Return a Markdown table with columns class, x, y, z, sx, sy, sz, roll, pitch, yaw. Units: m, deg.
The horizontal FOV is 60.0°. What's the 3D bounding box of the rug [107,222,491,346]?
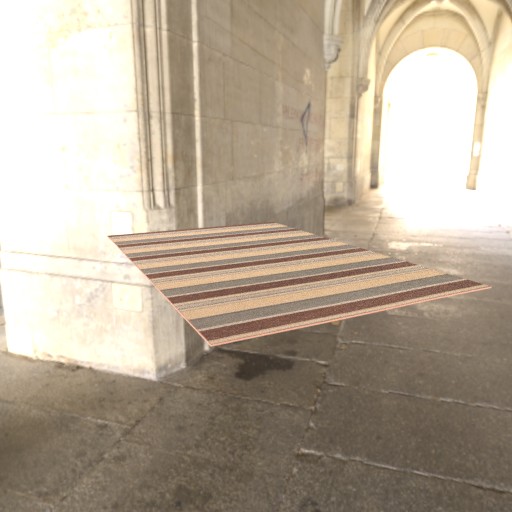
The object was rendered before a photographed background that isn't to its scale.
| class | x | y | z | sx | sy | sz | roll | pitch | yaw |
| --- | --- | --- | --- | --- | --- | --- | --- | --- | --- |
| rug | 0.000 | 0.000 | 2.322 | 1.219 | 0.008 | 1.829 | -7 | 15 | -26 |
